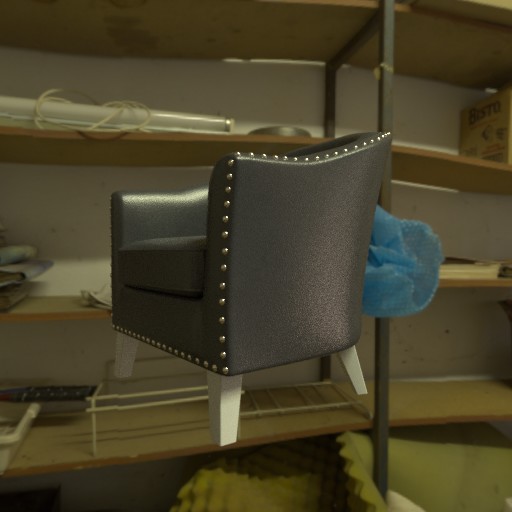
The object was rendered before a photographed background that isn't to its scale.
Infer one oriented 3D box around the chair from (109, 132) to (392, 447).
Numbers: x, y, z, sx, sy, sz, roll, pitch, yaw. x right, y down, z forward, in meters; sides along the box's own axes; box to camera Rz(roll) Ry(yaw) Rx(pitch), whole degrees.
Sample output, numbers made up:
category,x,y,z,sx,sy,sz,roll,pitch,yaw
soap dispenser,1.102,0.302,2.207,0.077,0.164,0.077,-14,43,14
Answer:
category,x,y,z,sx,sy,sz,roll,pitch,yaw
chair,0.000,0.000,1.420,0.748,0.823,0.794,0,1,-36
